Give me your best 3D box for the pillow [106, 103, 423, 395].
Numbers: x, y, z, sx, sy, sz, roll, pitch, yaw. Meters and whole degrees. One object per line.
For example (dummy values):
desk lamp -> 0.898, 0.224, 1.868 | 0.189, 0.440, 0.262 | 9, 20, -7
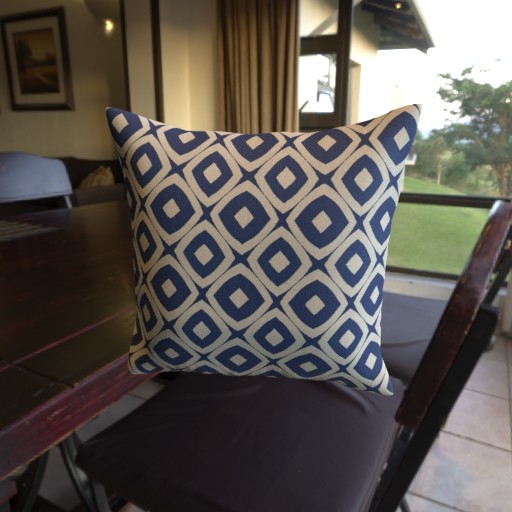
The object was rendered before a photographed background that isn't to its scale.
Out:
pillow -> 0.000, 0.000, 0.763 | 0.504, 0.494, 0.188 | 2, 16, 8
